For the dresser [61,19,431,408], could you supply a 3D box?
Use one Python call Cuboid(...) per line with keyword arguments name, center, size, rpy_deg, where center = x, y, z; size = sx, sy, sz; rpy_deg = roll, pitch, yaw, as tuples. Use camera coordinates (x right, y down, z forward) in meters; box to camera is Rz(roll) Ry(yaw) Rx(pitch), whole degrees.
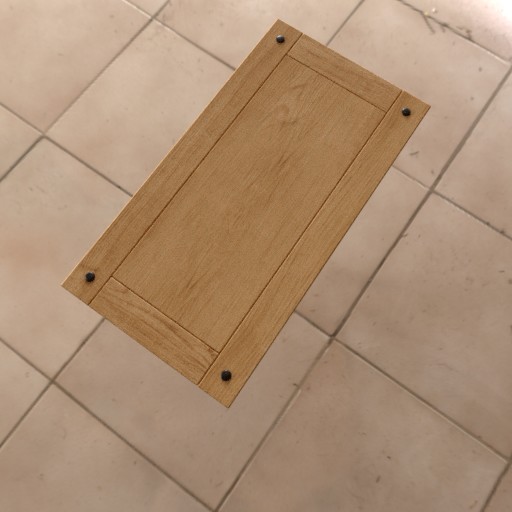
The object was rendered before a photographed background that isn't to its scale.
Cuboid(name="dresser", center=(0.000, 0.000, 1.724), size=(0.485, 1.300, 0.915), rpy_deg=(34, 78, 8))
